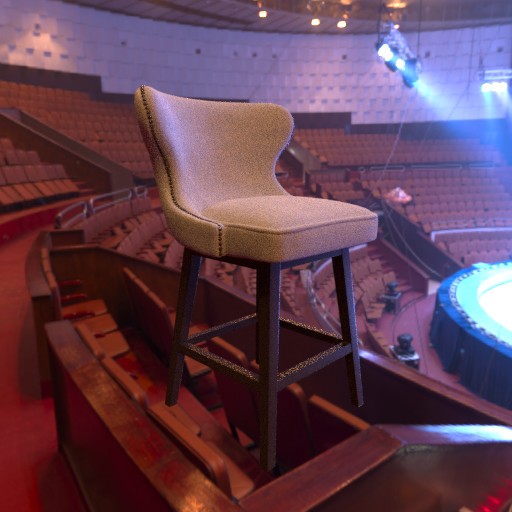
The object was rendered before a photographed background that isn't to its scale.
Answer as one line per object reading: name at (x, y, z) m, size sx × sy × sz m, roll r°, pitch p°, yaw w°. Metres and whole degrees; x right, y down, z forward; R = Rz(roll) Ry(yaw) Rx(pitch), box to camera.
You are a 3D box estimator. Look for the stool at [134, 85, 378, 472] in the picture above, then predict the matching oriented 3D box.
stool at (0.000, 0.000, 1.357) m, size 0.597 × 0.972 × 0.615 m, roll 11°, pitch 16°, yaw 43°
